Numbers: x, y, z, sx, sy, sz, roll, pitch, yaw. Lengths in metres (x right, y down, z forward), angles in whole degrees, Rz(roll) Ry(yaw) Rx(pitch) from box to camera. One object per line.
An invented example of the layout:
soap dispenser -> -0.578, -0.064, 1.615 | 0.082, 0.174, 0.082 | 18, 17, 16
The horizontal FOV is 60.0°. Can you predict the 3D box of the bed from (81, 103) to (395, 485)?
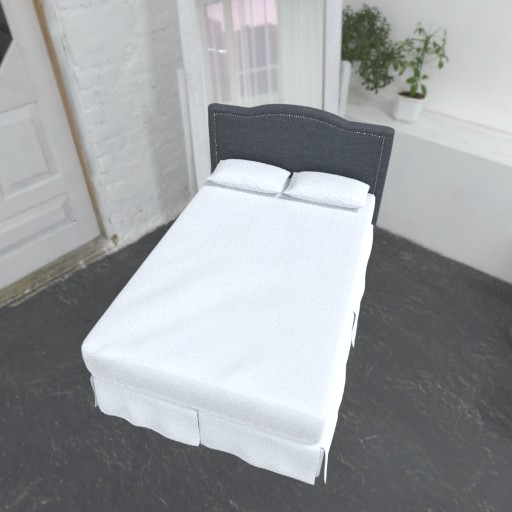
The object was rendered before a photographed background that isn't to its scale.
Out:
bed -> 0.000, 0.000, 3.449 | 1.747, 1.441, 2.507 | 12, 43, 14
